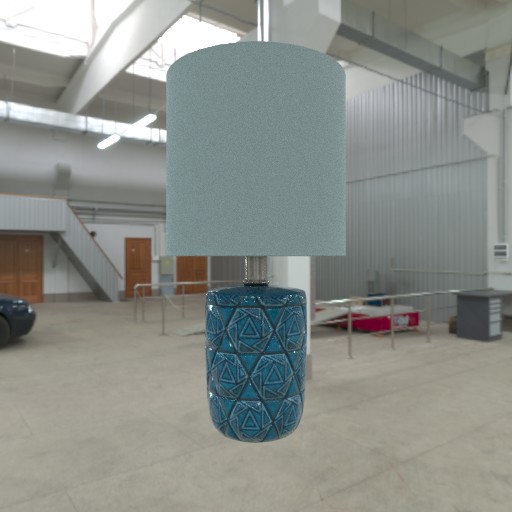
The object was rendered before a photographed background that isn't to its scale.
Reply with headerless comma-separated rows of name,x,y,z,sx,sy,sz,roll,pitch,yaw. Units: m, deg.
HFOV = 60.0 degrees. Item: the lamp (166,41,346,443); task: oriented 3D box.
lamp,0.000,0.000,0.485,0.193,0.377,0.193,0,0,18
